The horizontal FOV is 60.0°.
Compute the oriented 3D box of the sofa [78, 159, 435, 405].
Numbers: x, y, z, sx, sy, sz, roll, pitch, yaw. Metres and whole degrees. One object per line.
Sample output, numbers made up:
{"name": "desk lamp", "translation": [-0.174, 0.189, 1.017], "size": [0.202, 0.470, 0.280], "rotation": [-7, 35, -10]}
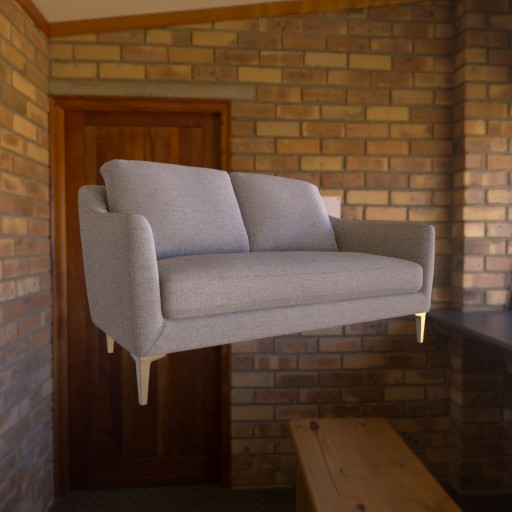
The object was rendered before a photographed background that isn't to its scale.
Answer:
{"name": "sofa", "translation": [0.000, 0.000, 2.189], "size": [1.619, 0.904, 0.960], "rotation": [-1, 2, -36]}
